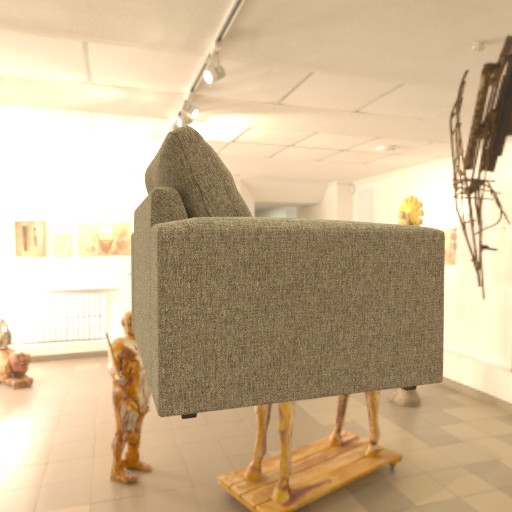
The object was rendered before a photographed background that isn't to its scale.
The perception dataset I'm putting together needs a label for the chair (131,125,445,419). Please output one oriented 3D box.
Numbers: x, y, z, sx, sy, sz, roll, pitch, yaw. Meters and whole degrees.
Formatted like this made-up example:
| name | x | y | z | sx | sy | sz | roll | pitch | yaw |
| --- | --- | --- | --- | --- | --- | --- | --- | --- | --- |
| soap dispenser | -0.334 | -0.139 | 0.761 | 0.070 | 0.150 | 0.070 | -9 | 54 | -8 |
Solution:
| name | x | y | z | sx | sy | sz | roll | pitch | yaw |
| --- | --- | --- | --- | --- | --- | --- | --- | --- | --- |
| chair | 0.000 | 0.000 | 2.038 | 1.039 | 0.915 | 1.398 | -1 | 2 | -19 |
